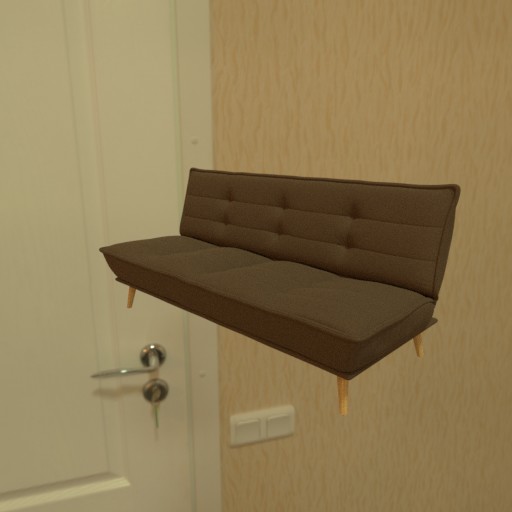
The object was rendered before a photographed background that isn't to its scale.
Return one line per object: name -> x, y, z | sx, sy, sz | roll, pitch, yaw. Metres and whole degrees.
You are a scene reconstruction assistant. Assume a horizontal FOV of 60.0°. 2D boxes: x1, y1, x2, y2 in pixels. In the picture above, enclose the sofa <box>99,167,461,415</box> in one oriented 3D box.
sofa -> 0.000, 0.000, 2.506 | 1.940, 0.890, 0.950 | 14, 20, 43
